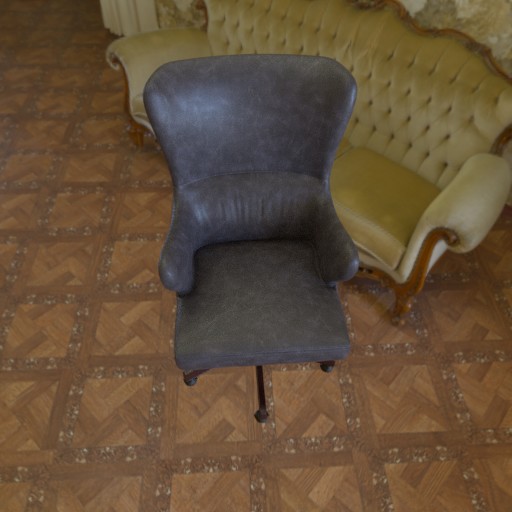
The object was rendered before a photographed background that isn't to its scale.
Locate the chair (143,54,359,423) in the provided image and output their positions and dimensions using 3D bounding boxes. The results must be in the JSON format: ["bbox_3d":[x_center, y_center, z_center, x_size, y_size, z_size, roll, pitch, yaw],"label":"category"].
[{"bbox_3d":[0.000,0.000,1.453,0.594,1.037,0.717,-3,48,-3],"label":"chair"}]
